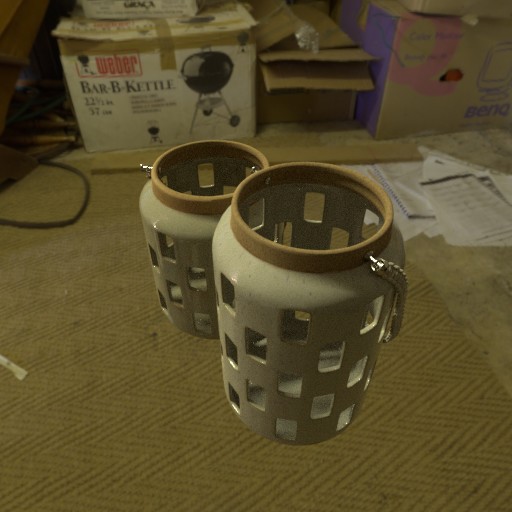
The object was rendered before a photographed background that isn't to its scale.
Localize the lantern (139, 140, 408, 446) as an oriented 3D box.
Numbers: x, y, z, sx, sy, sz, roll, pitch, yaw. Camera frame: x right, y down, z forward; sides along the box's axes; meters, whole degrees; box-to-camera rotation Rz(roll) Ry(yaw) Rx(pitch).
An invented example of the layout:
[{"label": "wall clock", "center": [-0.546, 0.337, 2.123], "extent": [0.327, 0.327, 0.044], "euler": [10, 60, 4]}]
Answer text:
[{"label": "lantern", "center": [0.000, 0.000, 0.497], "extent": [0.184, 0.255, 0.347], "euler": [-24, 47, -25]}]
